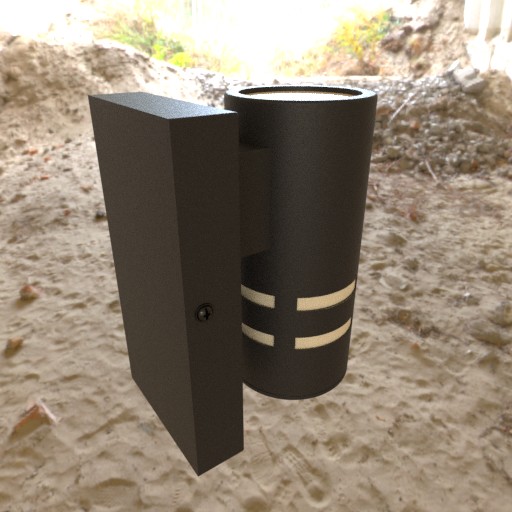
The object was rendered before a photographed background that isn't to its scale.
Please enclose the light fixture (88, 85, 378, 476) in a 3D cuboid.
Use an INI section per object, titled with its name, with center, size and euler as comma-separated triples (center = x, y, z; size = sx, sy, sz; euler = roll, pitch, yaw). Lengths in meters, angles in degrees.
[light fixture]
center = 0.000, 0.000, 0.259
size = 0.138, 0.179, 0.098
euler = -17, 31, -31
